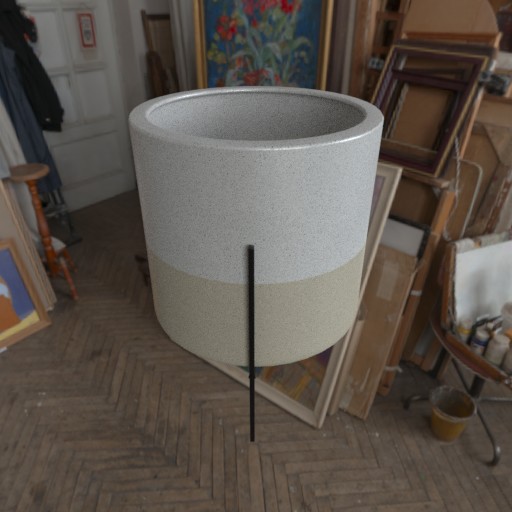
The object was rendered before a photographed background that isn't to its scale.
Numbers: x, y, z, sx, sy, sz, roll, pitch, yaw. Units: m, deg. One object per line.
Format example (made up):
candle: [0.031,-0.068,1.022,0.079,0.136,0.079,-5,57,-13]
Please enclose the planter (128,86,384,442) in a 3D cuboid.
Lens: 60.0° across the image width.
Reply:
planter: [0.000,0.000,0.753,0.359,0.484,0.368,1,31,2]
